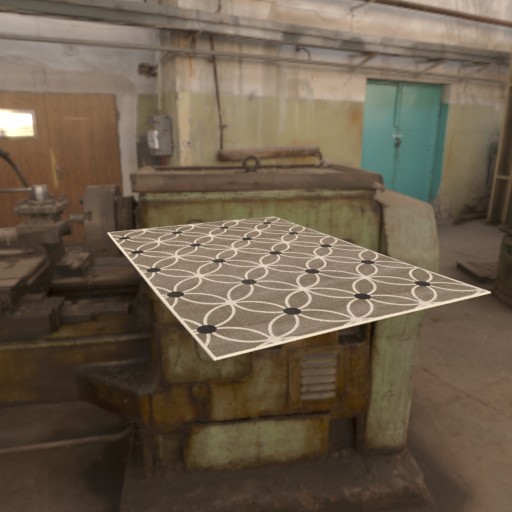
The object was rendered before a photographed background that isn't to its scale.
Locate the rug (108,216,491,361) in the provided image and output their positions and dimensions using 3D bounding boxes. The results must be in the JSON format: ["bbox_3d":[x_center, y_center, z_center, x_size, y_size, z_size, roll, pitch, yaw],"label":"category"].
[{"bbox_3d":[0.000,0.000,2.896,1.522,0.008,2.284,-8,18,-26],"label":"rug"}]
